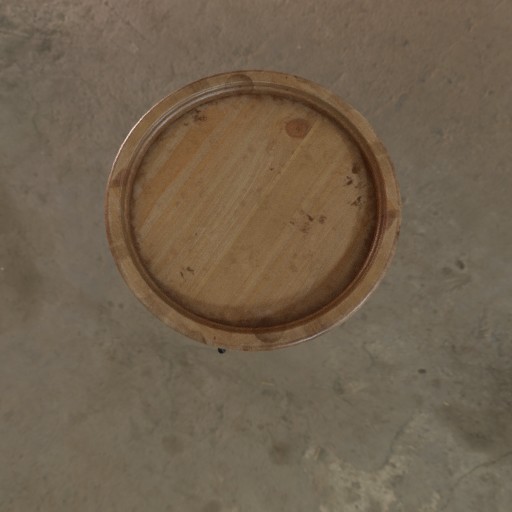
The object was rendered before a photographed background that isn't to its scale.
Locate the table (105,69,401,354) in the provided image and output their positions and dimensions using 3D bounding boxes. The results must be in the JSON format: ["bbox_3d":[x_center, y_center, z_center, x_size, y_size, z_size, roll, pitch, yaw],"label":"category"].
[{"bbox_3d":[0.000,0.000,0.929,0.418,0.664,0.414,8,77,2],"label":"table"}]
